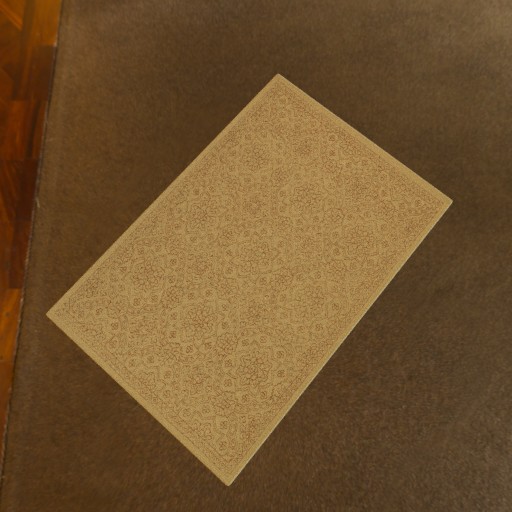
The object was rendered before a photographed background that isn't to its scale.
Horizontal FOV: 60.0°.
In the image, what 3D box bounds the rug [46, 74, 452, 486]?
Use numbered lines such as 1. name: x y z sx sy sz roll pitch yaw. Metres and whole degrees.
1. rug: 0.000 0.000 2.299 1.219 0.010 1.829 39 79 9
